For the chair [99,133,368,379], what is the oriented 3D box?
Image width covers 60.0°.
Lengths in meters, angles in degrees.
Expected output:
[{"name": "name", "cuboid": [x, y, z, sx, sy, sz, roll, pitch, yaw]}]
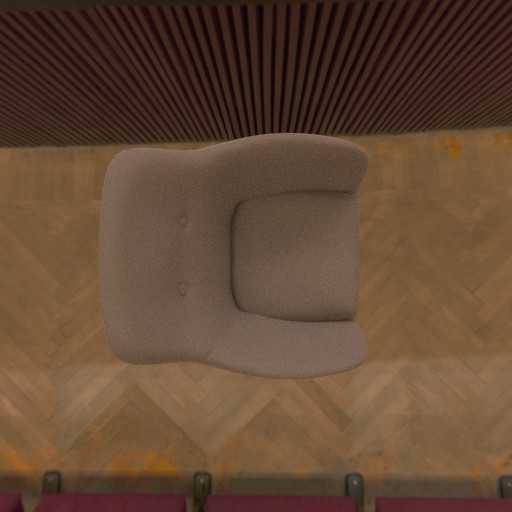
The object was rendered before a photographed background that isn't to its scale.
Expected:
[{"name": "chair", "cuboid": [0.000, 0.000, 1.254, 0.590, 0.830, 0.570, 0, 90, 2]}]
